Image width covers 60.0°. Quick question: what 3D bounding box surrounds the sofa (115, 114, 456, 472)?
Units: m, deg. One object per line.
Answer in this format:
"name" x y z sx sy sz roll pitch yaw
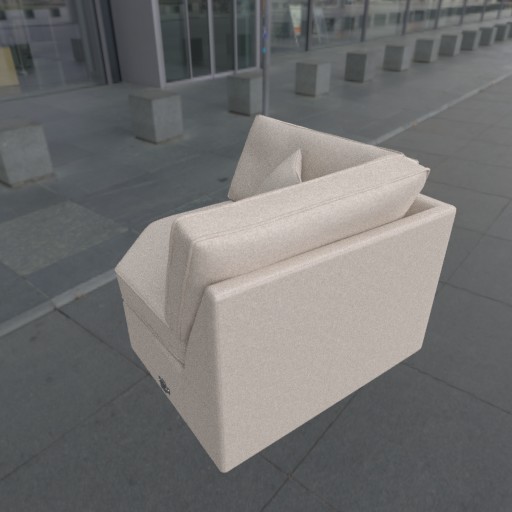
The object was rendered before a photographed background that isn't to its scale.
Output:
"sofa" 0.000 0.000 1.839 1.042 0.937 1.050 -20 36 -30
